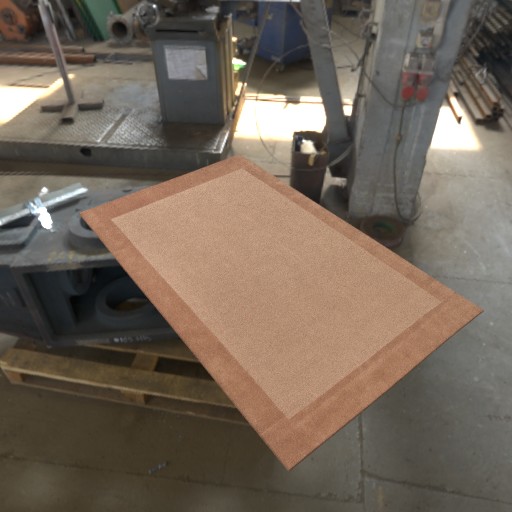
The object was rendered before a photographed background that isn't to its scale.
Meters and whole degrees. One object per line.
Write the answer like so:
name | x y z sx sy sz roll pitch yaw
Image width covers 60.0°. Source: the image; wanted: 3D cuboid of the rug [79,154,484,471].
rug | 0.000 0.000 2.998 1.524 0.014 2.438 -27 48 -28
